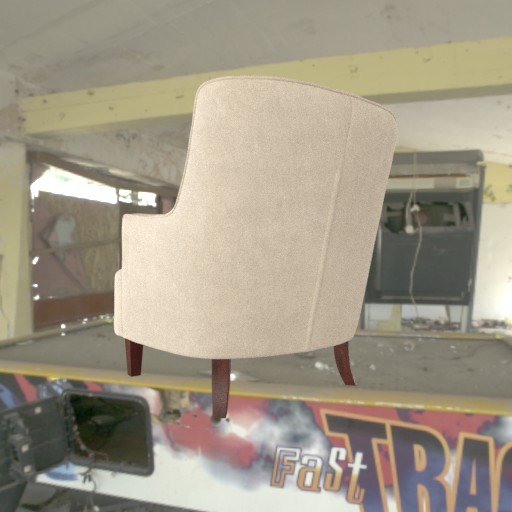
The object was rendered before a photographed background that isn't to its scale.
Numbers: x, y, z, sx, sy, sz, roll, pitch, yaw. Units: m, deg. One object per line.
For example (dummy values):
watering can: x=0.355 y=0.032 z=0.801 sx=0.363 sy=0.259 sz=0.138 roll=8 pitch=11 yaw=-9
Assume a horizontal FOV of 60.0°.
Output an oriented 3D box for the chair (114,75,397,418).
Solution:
chair: x=0.000 y=0.000 z=1.594 sx=0.781 sy=0.920 sz=0.910 roll=0 pitch=0 yaw=-36
